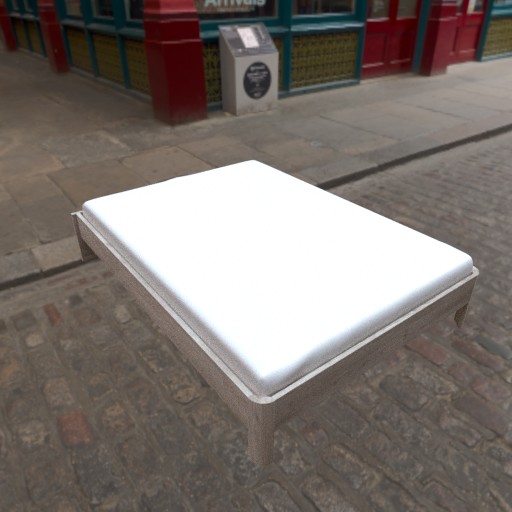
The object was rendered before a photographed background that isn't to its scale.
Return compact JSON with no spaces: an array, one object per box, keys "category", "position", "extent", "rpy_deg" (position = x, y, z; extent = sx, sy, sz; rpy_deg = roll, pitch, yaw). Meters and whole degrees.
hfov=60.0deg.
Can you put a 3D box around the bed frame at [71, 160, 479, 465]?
[{"category":"bed frame","position":[0.000,0.000,2.610],"extent":[1.490,0.462,1.950],"rpy_deg":[-21,37,-31]}]
